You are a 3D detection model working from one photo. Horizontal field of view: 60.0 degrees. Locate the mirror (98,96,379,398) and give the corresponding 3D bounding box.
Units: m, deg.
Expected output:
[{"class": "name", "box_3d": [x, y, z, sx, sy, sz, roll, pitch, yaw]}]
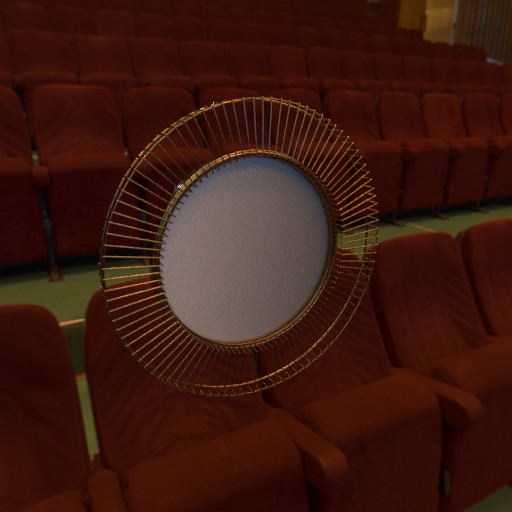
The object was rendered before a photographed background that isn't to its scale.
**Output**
[{"class": "mirror", "box_3d": [0.000, 0.000, 1.040, 0.703, 0.703, 0.067, -9, 20, -27]}]
